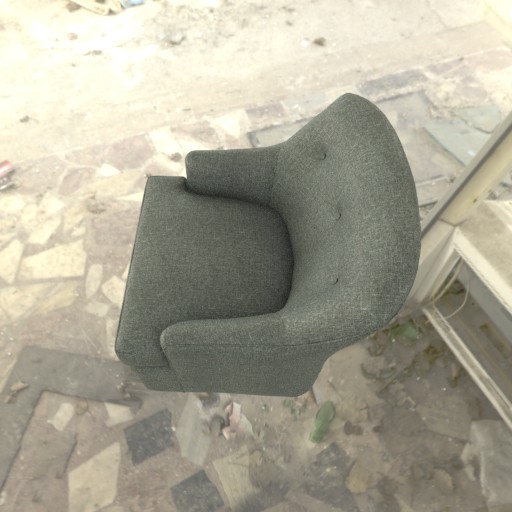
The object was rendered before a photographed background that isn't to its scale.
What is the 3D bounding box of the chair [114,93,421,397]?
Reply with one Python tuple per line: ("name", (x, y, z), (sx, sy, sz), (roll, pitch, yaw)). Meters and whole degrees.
("chair", (0.000, 0.000, 1.608), (0.923, 0.856, 0.864), (1, 58, 0))
